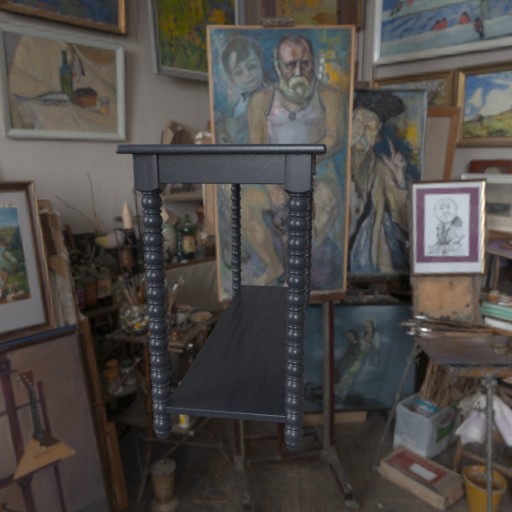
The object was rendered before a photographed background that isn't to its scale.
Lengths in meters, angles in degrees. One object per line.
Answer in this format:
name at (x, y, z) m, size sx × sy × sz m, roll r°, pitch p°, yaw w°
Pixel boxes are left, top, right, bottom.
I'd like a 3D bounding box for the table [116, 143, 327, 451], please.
table at (0.000, 0.000, 1.570) m, size 0.459 × 0.735 × 1.184 m, roll 2°, pitch 13°, yaw 8°
